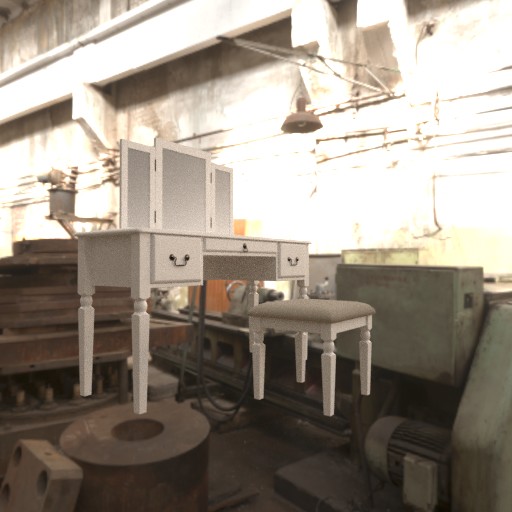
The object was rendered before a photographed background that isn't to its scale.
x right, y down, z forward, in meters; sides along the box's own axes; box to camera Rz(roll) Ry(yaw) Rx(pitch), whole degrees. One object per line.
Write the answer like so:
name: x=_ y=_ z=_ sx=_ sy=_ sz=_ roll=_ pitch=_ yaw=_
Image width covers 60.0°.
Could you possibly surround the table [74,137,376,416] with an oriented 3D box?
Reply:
table: x=0.000 y=0.000 z=2.277 sx=1.115 sy=1.310 sz=1.369 roll=-1 pitch=-1 yaw=38
